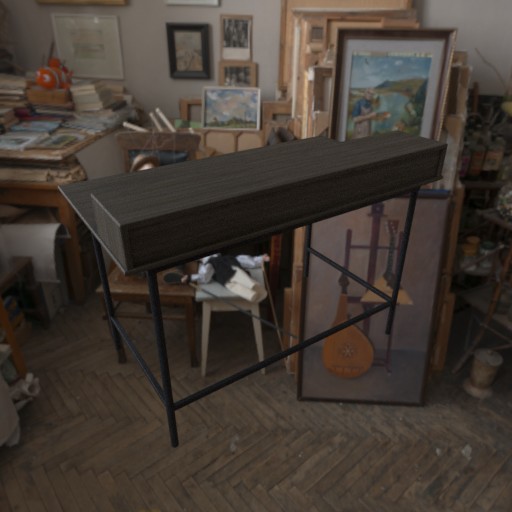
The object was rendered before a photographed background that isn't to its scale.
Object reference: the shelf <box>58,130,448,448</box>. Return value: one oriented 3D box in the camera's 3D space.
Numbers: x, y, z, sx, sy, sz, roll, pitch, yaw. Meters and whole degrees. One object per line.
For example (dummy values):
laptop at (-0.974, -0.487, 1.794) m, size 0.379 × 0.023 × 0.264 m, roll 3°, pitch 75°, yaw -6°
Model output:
shelf at (0.000, 0.000, 1.751) m, size 1.212 × 0.865 × 0.685 m, roll -18°, pitch 35°, yaw -29°
